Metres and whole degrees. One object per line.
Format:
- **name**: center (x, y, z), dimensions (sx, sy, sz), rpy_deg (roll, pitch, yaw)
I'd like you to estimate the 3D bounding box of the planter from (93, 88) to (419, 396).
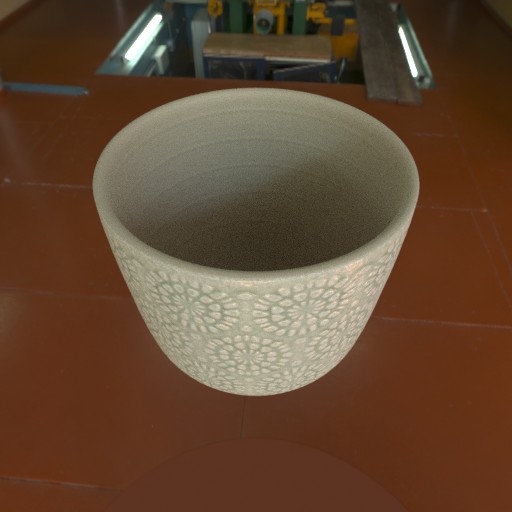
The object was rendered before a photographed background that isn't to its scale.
- **planter**: center (0.000, 0.000, 0.211), dimensions (0.124, 0.109, 0.124), rpy_deg (0, 46, 0)
